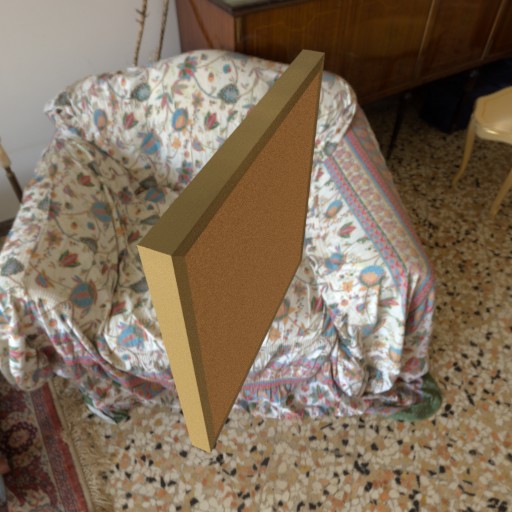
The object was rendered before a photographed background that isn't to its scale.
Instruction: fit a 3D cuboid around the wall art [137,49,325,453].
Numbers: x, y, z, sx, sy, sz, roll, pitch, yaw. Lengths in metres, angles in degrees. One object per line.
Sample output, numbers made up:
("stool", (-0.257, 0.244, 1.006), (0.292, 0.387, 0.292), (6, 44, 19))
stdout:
("wall art", (0.000, 0.000, 0.769), (0.038, 0.508, 0.507), (17, 49, 15))
